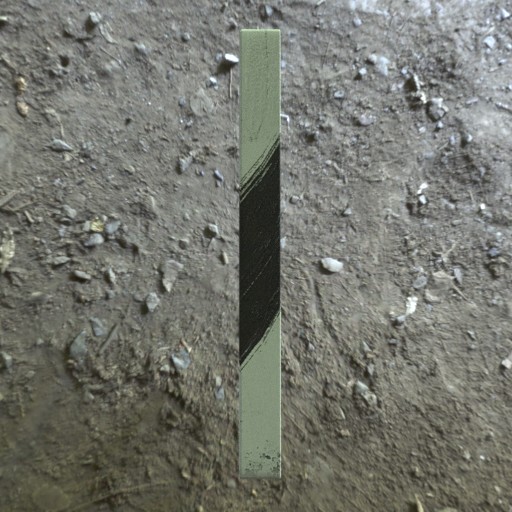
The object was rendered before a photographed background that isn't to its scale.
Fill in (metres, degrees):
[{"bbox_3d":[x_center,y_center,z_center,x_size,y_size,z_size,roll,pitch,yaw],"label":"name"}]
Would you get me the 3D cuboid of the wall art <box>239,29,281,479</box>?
[{"bbox_3d":[0.000,0.000,0.749,0.050,0.508,0.507,0,89,-1],"label":"wall art"}]
